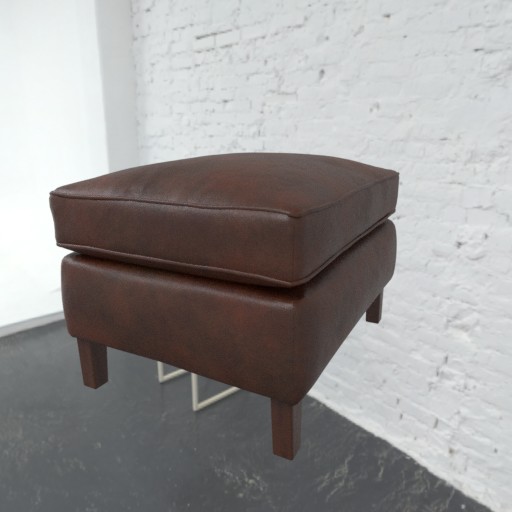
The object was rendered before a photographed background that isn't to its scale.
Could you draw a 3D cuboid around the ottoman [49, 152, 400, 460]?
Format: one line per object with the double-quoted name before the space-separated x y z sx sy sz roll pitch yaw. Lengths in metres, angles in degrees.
"ottoman" 0.000 0.000 0.954 0.501 0.432 0.665 8 18 27
